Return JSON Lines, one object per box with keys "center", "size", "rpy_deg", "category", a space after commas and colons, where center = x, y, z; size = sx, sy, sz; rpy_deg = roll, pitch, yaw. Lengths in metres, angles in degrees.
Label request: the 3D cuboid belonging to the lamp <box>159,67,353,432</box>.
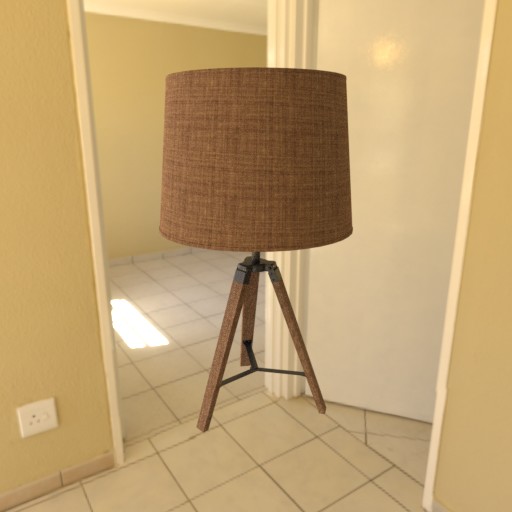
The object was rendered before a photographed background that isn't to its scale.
{"center": [0.000, 0.000, 0.689], "size": [0.290, 0.514, 0.290], "rpy_deg": [0, 16, 0], "category": "lamp"}
